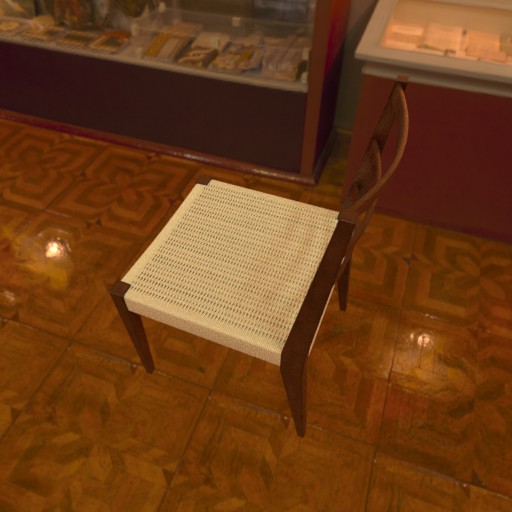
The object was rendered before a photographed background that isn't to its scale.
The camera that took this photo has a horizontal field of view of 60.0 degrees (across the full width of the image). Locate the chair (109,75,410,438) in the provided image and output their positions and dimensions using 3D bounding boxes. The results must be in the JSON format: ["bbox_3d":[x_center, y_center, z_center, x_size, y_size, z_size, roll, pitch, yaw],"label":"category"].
[{"bbox_3d":[0.000,0.000,1.119,0.551,0.813,0.480,17,50,15],"label":"chair"}]
